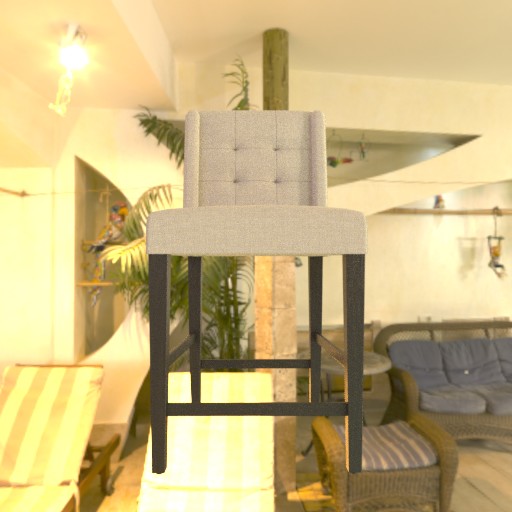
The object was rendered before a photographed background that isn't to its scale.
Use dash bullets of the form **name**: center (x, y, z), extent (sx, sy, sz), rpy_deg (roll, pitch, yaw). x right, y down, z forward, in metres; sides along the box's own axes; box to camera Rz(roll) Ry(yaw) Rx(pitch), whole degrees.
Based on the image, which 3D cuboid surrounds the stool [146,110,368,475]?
- **stool**: center (0.000, 0.000, 1.189), extent (0.474, 0.939, 0.509), rpy_deg (0, -1, -1)
